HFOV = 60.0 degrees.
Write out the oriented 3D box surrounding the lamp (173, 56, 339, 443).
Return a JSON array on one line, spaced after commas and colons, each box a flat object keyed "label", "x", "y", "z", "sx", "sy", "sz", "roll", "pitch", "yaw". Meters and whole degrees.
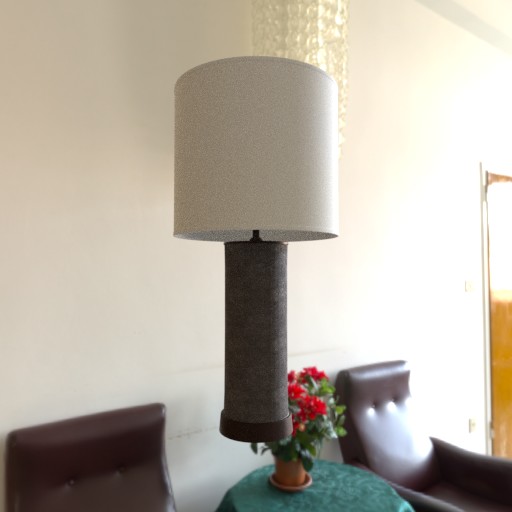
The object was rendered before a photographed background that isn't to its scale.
[{"label": "lamp", "x": 0.000, "y": 0.000, "z": 0.818, "sx": 0.301, "sy": 0.630, "sz": 0.301, "roll": -1, "pitch": -2, "yaw": 19}]
